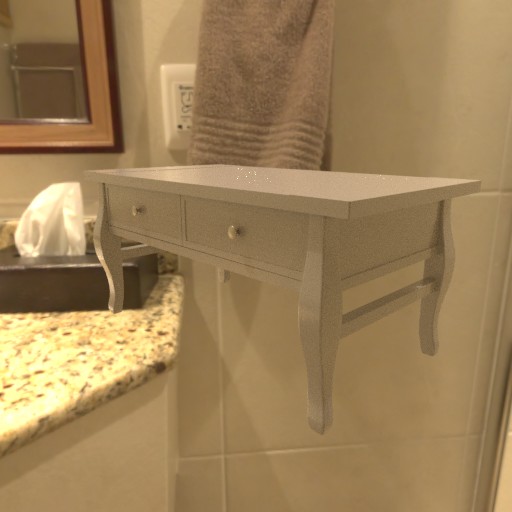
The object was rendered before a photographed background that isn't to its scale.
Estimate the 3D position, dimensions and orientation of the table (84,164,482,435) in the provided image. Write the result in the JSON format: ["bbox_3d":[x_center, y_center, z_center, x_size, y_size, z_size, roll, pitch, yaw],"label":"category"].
[{"bbox_3d":[0.000,0.000,1.372,0.600,0.495,1.062,-14,20,-42],"label":"table"}]
